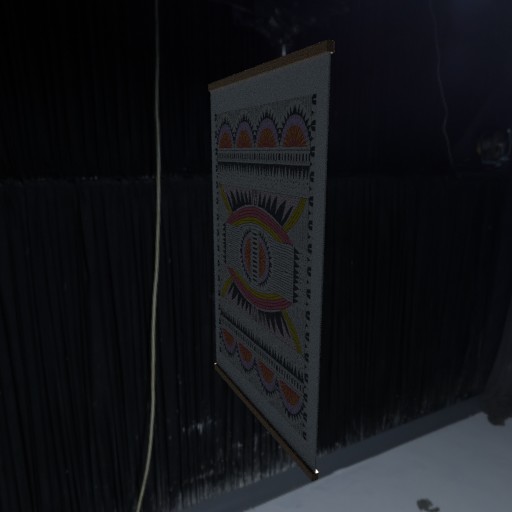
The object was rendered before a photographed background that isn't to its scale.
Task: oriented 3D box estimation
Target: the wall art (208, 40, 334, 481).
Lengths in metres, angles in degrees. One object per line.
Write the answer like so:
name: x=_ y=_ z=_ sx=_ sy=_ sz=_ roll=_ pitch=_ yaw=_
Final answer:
wall art: x=0.000 y=0.000 z=1.933 sx=0.028 sy=1.533 sz=0.999 roll=-7 pitch=15 yaw=-26
